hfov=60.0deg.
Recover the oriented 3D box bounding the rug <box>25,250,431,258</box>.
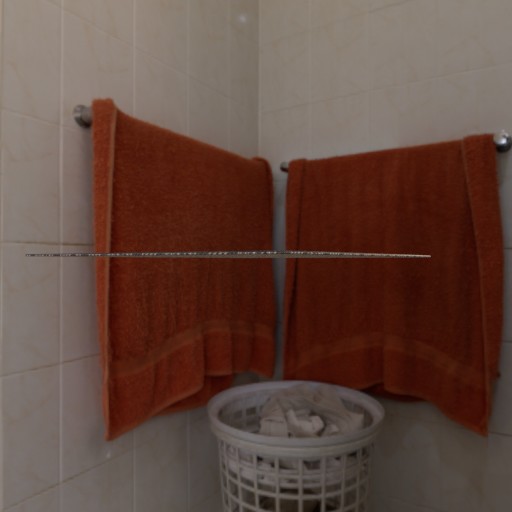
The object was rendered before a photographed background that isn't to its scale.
[{"bbox_3d":[0.000,0.000,3.911,2.305,0.017,2.902,0,-1,34],"label":"rug"}]
